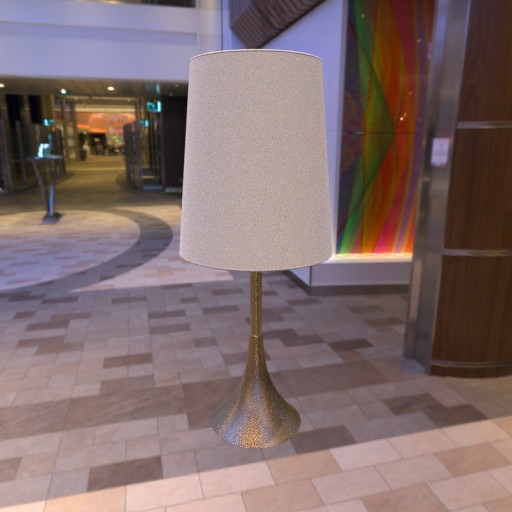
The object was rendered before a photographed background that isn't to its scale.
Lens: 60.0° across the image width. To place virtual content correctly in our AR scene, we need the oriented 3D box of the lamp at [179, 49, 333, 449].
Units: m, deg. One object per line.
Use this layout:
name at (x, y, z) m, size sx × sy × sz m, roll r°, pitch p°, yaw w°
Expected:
lamp at (0.000, 0.000, 0.679) m, size 0.231 × 0.569 × 0.231 m, roll 0°, pitch 14°, yaw 0°
